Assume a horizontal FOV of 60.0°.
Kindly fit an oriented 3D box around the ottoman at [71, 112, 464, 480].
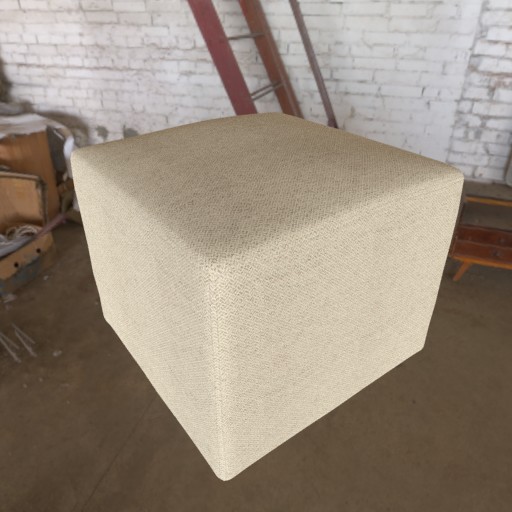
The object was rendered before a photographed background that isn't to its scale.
[{"bbox_3d":[0.000,0.000,0.877,0.512,0.453,0.521,-21,37,-31],"label":"ottoman"}]
